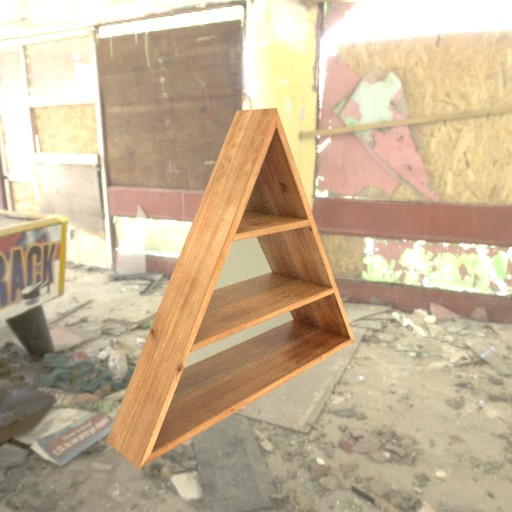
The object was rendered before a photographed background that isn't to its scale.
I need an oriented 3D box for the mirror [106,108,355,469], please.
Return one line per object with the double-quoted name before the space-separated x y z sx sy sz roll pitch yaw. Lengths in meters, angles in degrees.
"mirror" 0.000 0.000 0.869 0.100 0.548 0.631 13 19 42
